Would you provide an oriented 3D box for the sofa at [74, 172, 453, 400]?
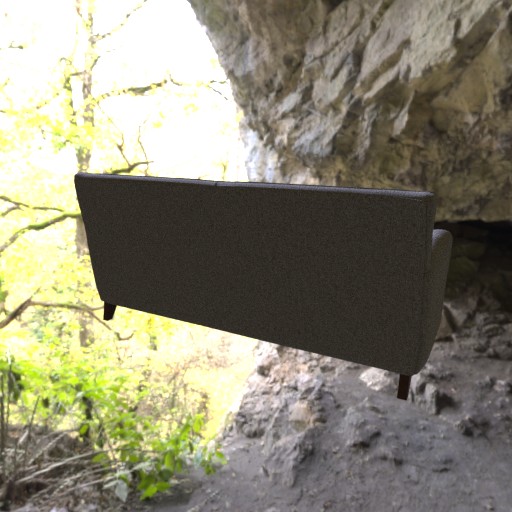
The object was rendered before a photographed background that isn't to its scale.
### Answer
[{"bbox_3d":[0.000,0.000,2.586,2.026,0.942,0.854,8,17,28],"label":"sofa"}]
